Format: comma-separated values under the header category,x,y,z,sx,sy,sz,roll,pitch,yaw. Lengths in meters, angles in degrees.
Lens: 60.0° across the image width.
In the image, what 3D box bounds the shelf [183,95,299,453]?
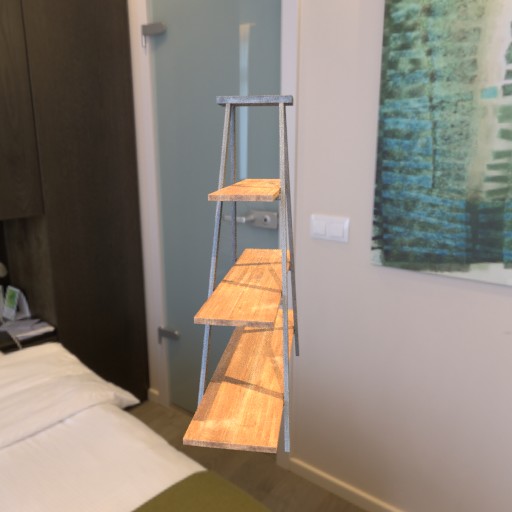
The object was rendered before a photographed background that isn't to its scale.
category,x,y,z,sx,sy,sz,roll,pitch,yaw
shelf,0.000,0.000,2.658,0.508,1.808,1.746,2,13,8
